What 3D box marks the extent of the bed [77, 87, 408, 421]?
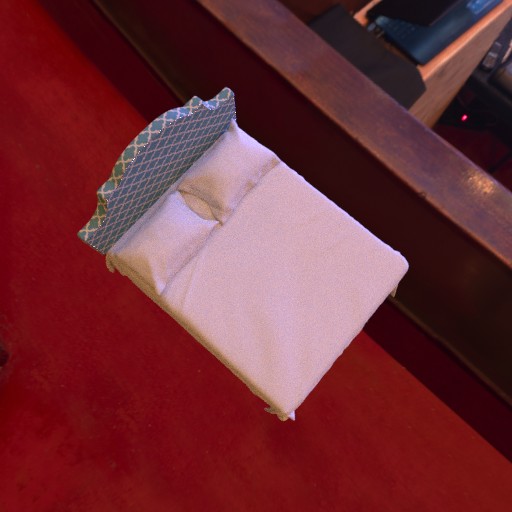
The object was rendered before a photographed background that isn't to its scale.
[{"bbox_3d":[0.000,0.000,3.520,2.222,1.633,1.780,40,80,9],"label":"bed"}]
